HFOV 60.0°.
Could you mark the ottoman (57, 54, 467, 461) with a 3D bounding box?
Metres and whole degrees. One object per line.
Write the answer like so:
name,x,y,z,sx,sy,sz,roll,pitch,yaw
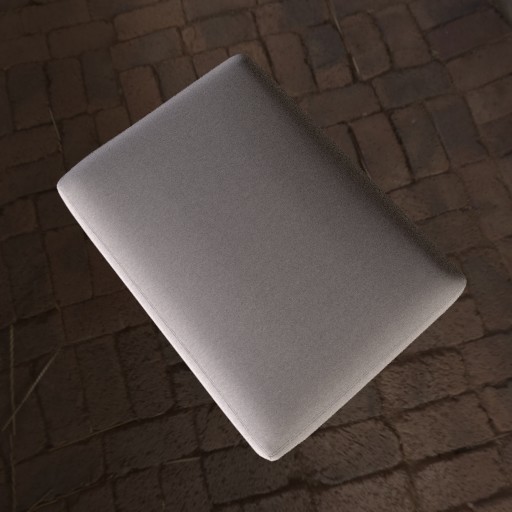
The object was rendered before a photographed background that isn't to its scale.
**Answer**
ottoman,0.000,0.000,1.141,0.574,0.497,0.773,-39,78,-10
